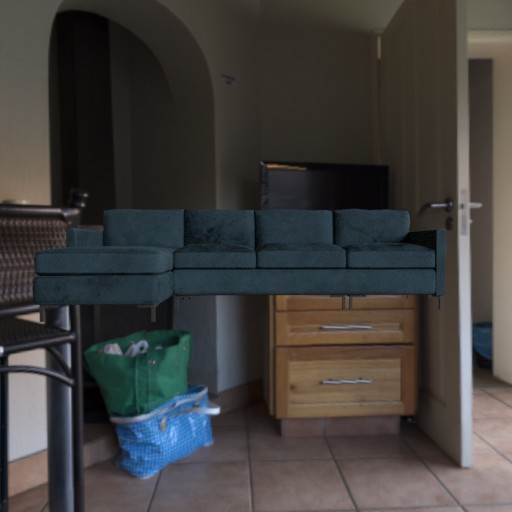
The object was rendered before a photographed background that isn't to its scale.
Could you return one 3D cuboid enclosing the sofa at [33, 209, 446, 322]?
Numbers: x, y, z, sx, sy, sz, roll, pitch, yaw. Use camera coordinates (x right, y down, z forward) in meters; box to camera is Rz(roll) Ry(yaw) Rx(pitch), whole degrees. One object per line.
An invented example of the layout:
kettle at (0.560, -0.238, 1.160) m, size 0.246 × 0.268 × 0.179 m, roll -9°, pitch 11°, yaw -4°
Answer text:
sofa at (0.000, 0.000, 4.085) m, size 3.400 × 0.967 × 1.500 m, roll 0°, pitch 1°, yaw -1°
